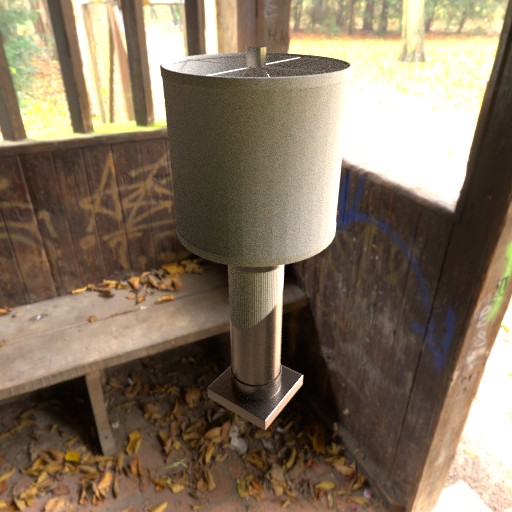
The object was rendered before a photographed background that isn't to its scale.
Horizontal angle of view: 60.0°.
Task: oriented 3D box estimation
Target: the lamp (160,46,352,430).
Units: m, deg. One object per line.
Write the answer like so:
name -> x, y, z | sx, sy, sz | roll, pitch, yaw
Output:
lamp -> 0.000, 0.000, 0.594 | 0.202, 0.509, 0.202 | 20, 36, 30
